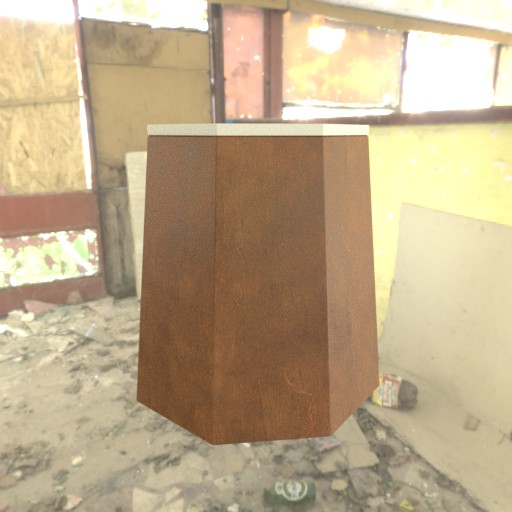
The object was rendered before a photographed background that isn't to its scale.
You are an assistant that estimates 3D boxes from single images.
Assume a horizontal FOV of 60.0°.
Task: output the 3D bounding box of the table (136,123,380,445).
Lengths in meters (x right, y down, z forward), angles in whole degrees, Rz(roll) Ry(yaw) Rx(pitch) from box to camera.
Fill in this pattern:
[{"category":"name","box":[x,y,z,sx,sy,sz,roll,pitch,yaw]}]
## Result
[{"category":"table","box":[0.000,0.000,0.809,0.439,0.457,0.439,-2,16,-8]}]
